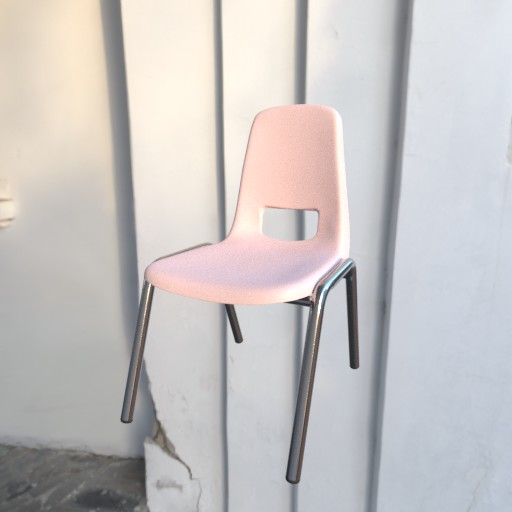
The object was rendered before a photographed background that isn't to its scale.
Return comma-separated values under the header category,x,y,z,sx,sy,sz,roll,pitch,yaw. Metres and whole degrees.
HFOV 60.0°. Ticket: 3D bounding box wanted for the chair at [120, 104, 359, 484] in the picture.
category,x,y,z,sx,sy,sz,roll,pitch,yaw
chair,0.000,0.000,0.853,0.354,0.586,0.423,7,15,26
